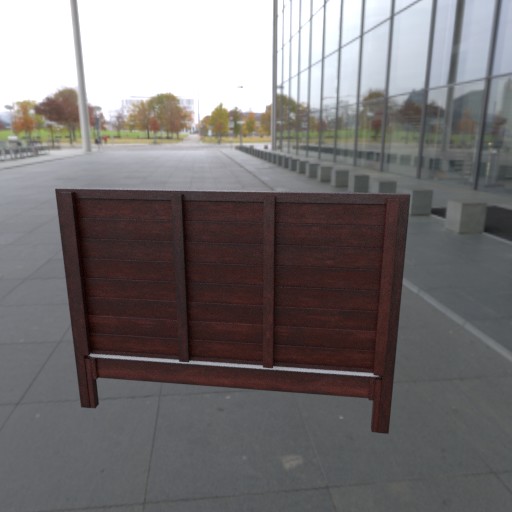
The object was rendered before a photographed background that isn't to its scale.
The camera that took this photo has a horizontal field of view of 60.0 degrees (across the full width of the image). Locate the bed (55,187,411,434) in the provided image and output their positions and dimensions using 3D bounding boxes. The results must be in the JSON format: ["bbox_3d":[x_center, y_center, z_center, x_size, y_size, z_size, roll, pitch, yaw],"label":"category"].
[{"bbox_3d":[0.000,0.000,3.997,2.040,1.492,2.803,2,15,8],"label":"bed"}]
